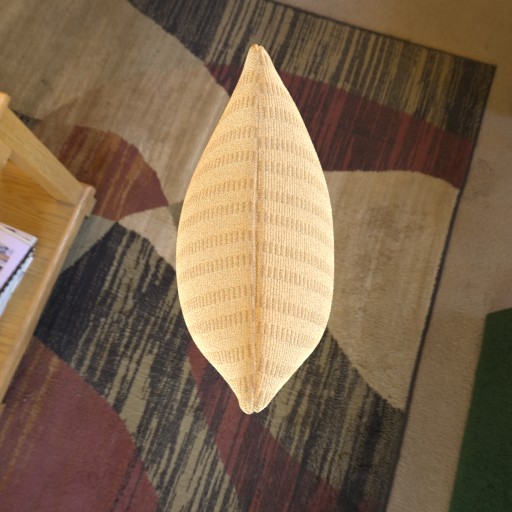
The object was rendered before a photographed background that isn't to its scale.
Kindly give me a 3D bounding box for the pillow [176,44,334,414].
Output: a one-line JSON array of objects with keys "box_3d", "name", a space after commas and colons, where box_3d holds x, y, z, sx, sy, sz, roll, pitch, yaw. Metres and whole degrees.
[{"box_3d": [0.000, 0.000, 0.689, 0.247, 0.419, 0.438, 1, 76, 0], "name": "pillow"}]
